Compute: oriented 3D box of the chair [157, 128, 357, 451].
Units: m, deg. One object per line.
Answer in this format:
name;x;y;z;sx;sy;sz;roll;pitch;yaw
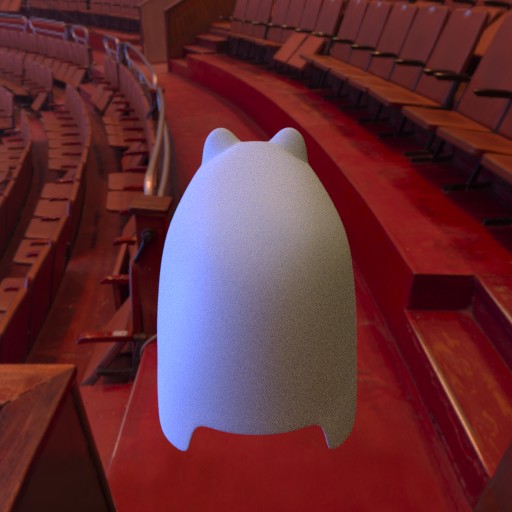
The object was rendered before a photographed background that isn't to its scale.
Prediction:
chair;0.000;0.000;0.867;0.364;0.423;0.619;0;31;-1
